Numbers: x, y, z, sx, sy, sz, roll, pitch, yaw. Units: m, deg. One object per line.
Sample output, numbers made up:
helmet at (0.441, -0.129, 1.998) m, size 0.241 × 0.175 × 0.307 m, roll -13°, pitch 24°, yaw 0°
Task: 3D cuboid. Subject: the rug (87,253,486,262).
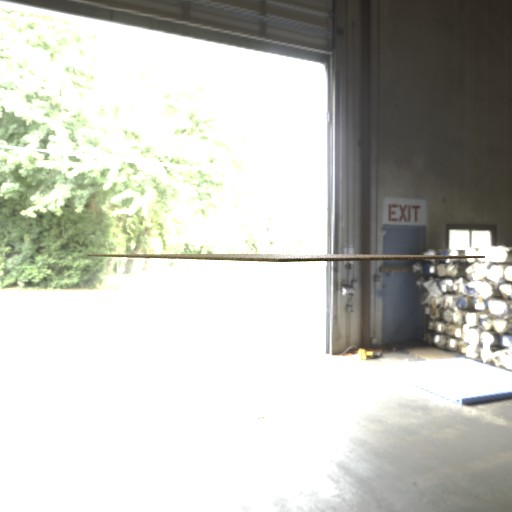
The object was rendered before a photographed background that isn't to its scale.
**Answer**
rug at (0.000, 0.000, 2.959) m, size 1.528 × 0.014 × 2.292 m, roll -1°, pitch 1°, yaw -37°
